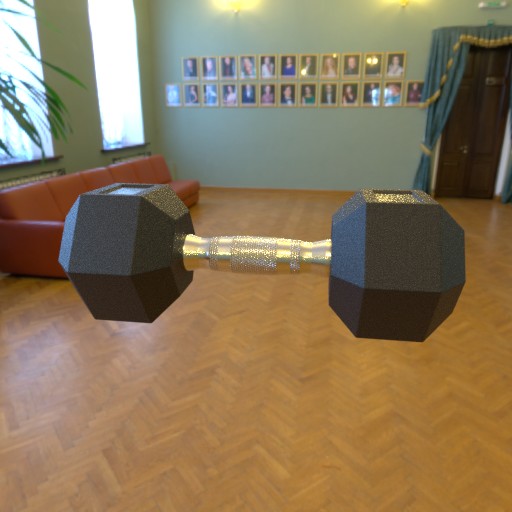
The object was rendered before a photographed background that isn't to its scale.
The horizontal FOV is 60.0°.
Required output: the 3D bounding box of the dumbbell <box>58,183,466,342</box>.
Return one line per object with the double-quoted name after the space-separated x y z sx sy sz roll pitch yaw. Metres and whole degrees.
0.000 0.000 0.424 0.356 0.123 0.141 3 18 8 "dumbbell"
